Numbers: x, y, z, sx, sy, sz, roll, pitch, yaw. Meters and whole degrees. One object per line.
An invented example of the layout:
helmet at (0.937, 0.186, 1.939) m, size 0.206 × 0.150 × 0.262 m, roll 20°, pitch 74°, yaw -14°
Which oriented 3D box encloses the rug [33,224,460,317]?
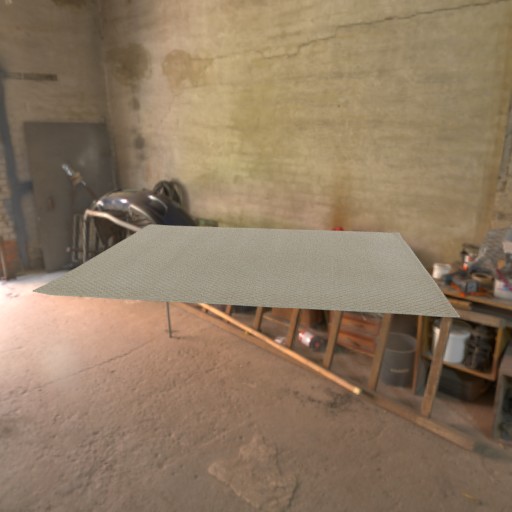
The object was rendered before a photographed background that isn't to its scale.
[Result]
rug at (0.000, 0.000, 4.033) m, size 2.897 × 0.035 × 2.277 m, roll 2°, pitch 17°, yaw 8°
